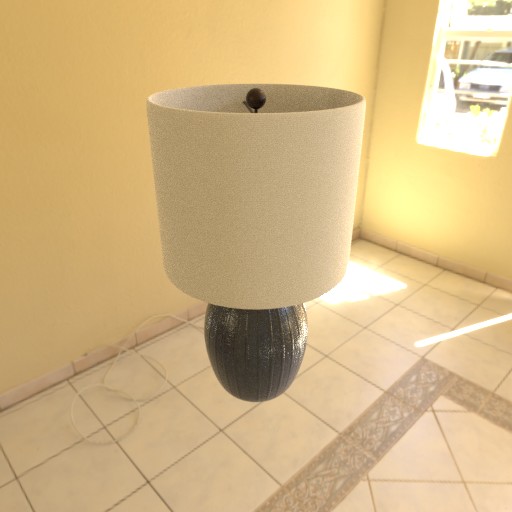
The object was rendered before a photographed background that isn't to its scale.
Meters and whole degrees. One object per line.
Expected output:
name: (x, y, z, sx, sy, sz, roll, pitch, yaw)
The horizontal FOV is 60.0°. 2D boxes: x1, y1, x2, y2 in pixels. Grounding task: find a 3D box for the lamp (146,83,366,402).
lamp: (0.000, 0.000, 0.800, 0.329, 0.570, 0.329, 19, 33, 32)
